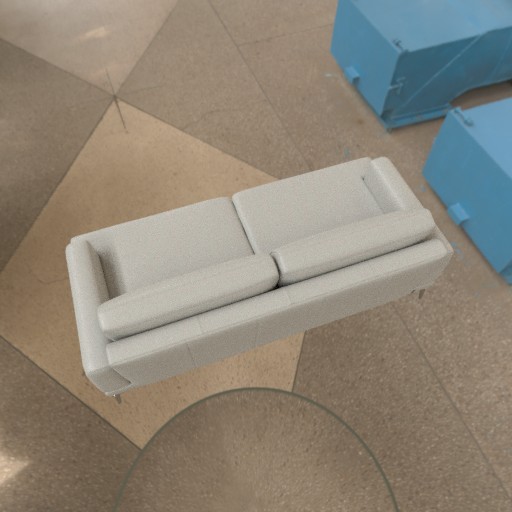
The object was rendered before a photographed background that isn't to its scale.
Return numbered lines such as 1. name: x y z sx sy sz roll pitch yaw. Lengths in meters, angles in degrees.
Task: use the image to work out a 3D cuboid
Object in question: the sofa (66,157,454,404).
1. sofa: 0.000 0.000 2.461 1.940 0.765 0.974 -17 59 -10
